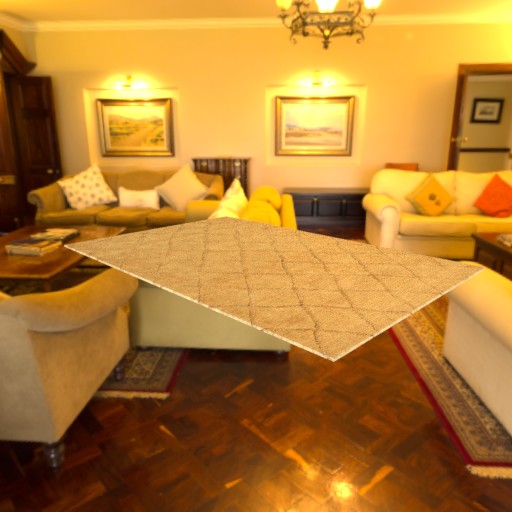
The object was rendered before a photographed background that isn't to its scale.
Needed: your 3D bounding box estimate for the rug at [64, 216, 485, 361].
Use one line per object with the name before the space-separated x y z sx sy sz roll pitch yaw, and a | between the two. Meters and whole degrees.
rug | 0.000 0.000 2.867 2.292 0.014 1.528 15 22 43
